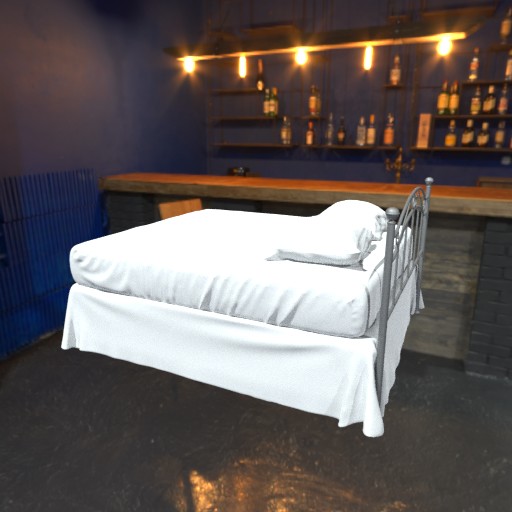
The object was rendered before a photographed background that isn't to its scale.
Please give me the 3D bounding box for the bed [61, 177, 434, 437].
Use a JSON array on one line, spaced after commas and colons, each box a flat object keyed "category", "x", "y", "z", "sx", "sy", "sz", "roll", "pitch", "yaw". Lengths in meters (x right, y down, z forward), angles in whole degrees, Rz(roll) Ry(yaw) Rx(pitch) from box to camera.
[{"category": "bed", "x": 0.000, "y": 0.000, "z": 3.209, "sx": 2.215, "sy": 1.080, "sz": 1.936, "roll": 7, "pitch": 17, "yaw": 25}]
